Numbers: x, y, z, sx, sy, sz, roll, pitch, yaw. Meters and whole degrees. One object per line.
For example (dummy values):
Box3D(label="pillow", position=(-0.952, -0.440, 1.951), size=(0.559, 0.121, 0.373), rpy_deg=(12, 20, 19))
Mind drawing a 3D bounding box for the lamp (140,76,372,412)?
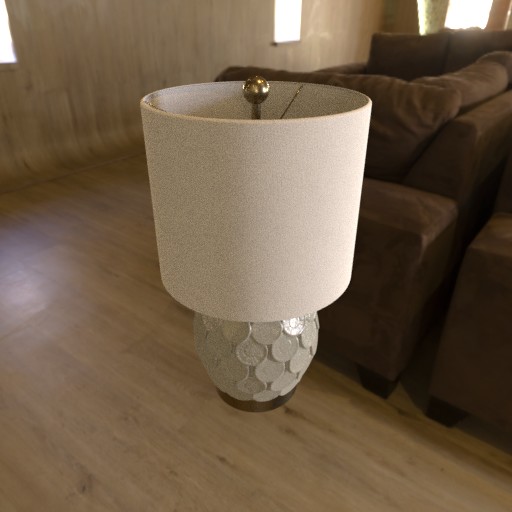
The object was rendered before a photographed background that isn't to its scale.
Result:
Box3D(label="lamp", position=(0.000, 0.000, 0.596), size=(0.254, 0.452, 0.254), rpy_deg=(0, 29, 0))
